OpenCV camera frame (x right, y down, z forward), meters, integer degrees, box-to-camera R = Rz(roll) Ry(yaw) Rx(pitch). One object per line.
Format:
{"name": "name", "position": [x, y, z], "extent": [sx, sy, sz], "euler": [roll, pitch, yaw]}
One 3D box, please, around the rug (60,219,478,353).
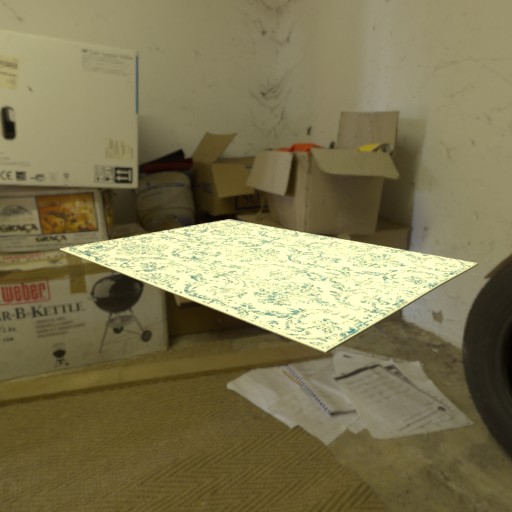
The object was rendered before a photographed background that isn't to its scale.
{"name": "rug", "position": [0.000, 0.000, 2.852], "extent": [2.197, 0.014, 1.586], "euler": [14, 20, 42]}
